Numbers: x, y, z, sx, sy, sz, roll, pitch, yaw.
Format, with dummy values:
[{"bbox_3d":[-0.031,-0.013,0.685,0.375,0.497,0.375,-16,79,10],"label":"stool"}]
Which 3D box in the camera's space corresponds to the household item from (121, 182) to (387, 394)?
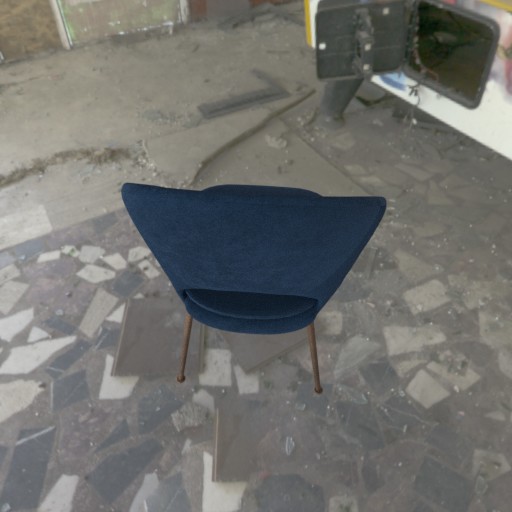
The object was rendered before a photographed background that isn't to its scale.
[{"bbox_3d":[0.000,0.000,1.252,0.623,0.852,0.573,4,47,3],"label":"household item"}]
